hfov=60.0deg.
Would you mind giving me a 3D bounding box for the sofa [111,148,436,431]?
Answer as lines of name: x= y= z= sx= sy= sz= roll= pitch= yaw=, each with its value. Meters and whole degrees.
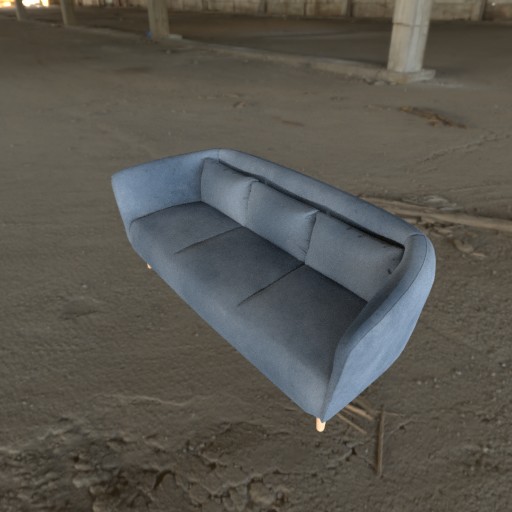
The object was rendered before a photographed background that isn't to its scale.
sofa: x=0.000 y=0.000 z=2.541 sx=0.849 sy=0.795 sz=2.095 roll=-21 pitch=37 yaw=-31
